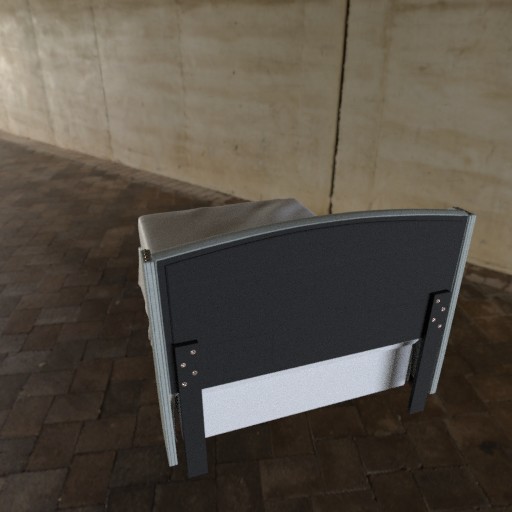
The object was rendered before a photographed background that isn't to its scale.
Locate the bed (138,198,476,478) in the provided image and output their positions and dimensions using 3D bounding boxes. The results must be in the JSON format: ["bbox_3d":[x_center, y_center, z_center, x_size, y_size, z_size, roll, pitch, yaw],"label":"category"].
[{"bbox_3d":[0.000,0.000,3.269,1.710,1.407,2.237,-9,28,-16],"label":"bed"}]
